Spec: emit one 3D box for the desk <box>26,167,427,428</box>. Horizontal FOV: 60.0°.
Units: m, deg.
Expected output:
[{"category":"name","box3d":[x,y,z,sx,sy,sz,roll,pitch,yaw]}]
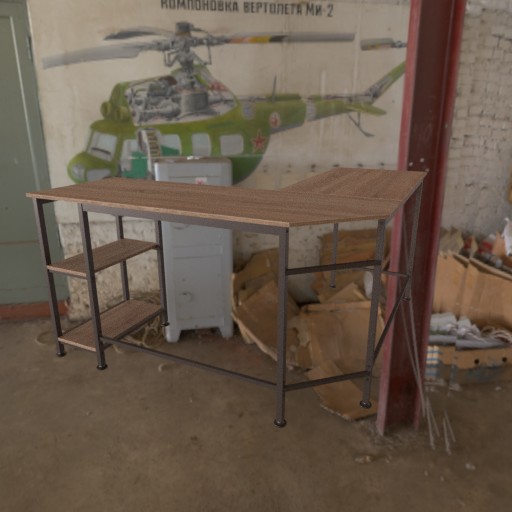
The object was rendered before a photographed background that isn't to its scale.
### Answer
[{"category":"desk","box3d":[0.000,0.000,2.194,1.379,0.739,1.379,9,20,24]}]
